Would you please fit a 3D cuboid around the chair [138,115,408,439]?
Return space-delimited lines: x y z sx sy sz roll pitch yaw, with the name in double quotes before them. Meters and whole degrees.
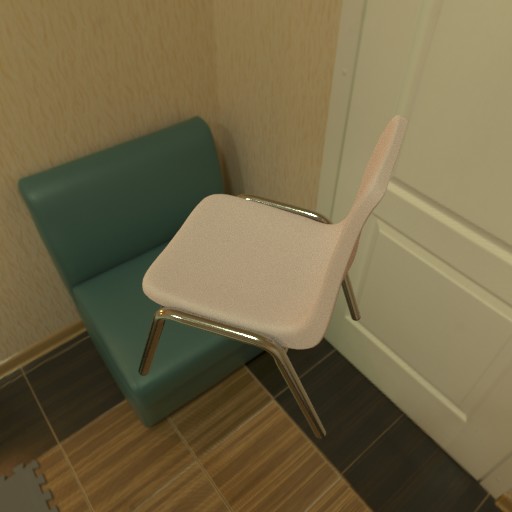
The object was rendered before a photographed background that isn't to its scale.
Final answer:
"chair" 0.000 0.000 0.826 0.423 0.586 0.354 16 49 15
